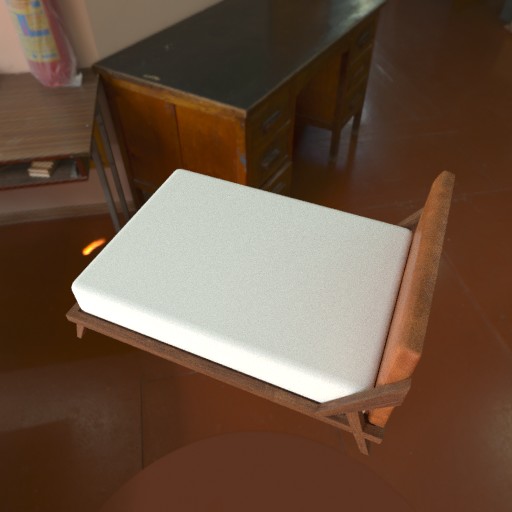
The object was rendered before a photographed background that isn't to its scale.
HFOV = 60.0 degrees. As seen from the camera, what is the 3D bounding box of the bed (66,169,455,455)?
[{"bbox_3d":[0.000,0.000,3.224,2.311,1.168,1.651,17,49,15],"label":"bed"}]
